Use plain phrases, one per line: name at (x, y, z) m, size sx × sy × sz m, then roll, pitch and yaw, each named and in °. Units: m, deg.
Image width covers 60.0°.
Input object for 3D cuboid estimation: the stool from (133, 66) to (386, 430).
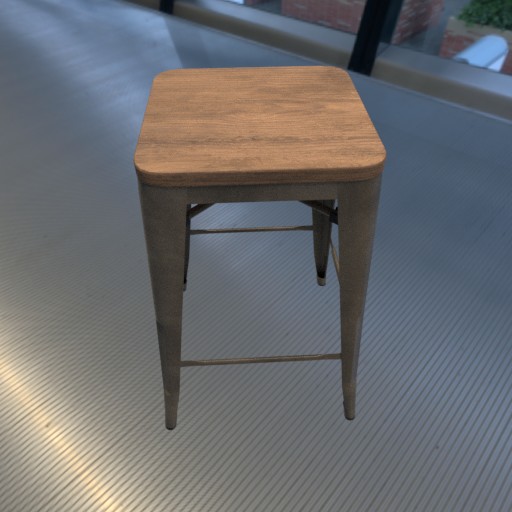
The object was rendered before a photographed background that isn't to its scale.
stool at (0.000, 0.000, 0.867) m, size 0.407 × 0.607 × 0.407 m, roll -2°, pitch 45°, yaw -2°
